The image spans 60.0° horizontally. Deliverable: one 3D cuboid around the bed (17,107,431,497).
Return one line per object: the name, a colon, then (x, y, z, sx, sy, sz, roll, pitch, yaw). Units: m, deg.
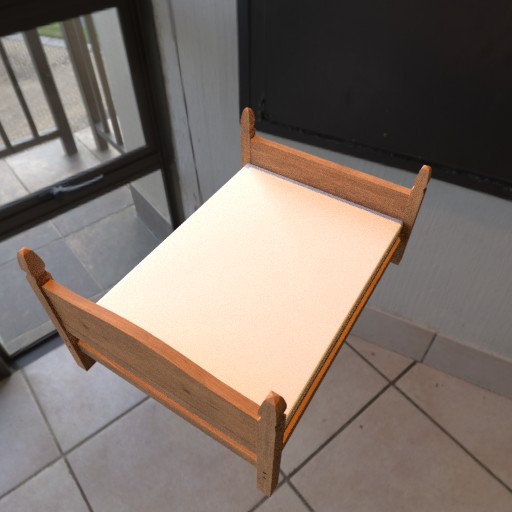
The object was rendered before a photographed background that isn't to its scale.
bed: (0.000, 0.000, 2.852, 1.490, 1.100, 2.069, 25, 52, 21)
